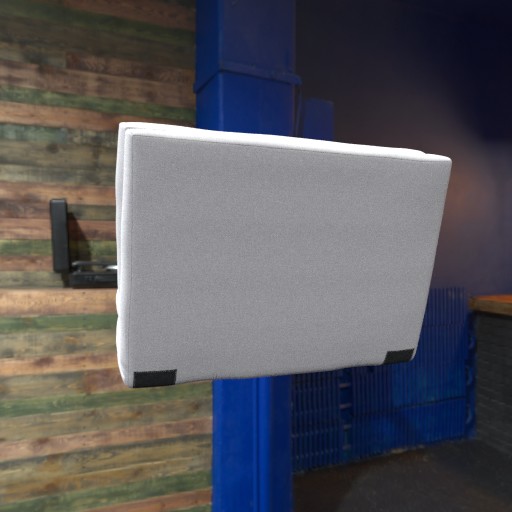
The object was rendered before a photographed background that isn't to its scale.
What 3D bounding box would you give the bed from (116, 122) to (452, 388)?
[{"bbox_3d":[0.000,0.000,1.310,0.799,0.614,0.749,0,0,-19],"label":"bed"}]
